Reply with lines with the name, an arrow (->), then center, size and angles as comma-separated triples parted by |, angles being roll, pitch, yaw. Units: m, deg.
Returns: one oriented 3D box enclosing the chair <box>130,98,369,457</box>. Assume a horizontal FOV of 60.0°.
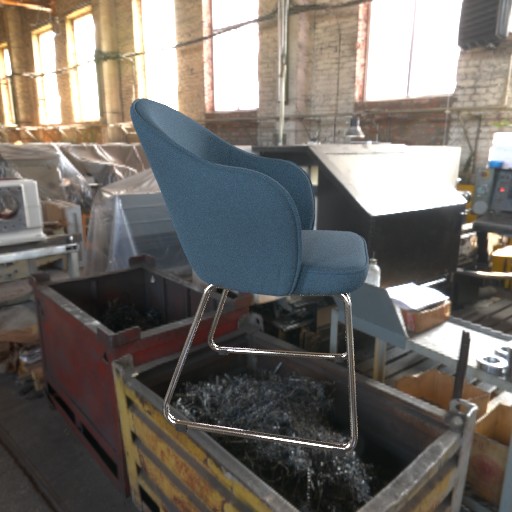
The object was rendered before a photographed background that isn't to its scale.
chair -> 0.000, 0.000, 1.200 | 0.585, 0.815, 0.570 | 3, 15, 10
